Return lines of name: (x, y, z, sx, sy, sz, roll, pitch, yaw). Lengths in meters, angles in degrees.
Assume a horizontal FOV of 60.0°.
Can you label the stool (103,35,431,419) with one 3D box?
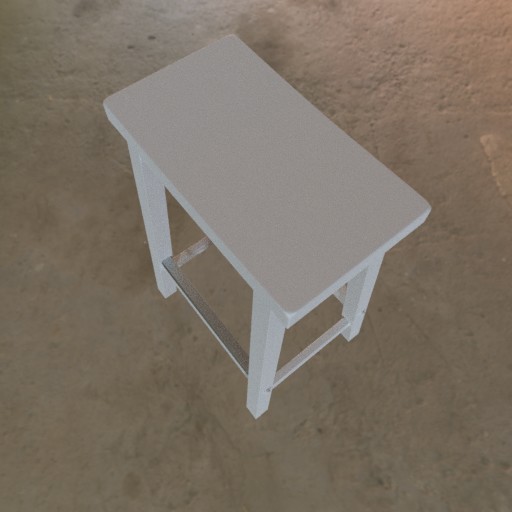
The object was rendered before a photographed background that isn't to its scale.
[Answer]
stool: (0.000, 0.000, 0.846, 0.322, 0.610, 0.406, -35, 68, -16)
